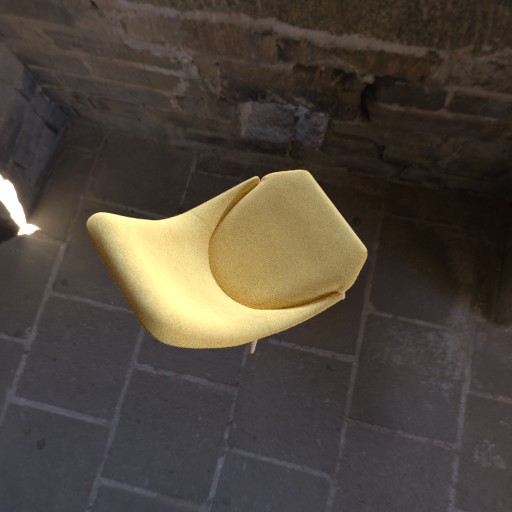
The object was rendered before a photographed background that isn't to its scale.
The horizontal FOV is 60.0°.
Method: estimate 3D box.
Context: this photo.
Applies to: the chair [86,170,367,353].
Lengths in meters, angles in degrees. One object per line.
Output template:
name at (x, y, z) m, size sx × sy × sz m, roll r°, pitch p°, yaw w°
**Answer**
chair at (0.000, 0.000, 1.388) m, size 0.660 × 1.040 × 0.510 m, roll -32°, pitch 77°, yaw -8°
